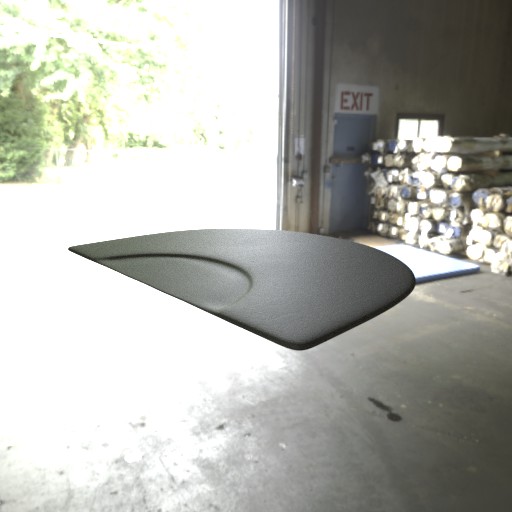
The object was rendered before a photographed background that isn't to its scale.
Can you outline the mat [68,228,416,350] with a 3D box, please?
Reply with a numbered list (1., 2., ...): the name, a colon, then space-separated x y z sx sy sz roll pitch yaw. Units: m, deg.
1. mat: 0.000 0.000 1.611 0.917 0.016 1.220 -13 20 -42
